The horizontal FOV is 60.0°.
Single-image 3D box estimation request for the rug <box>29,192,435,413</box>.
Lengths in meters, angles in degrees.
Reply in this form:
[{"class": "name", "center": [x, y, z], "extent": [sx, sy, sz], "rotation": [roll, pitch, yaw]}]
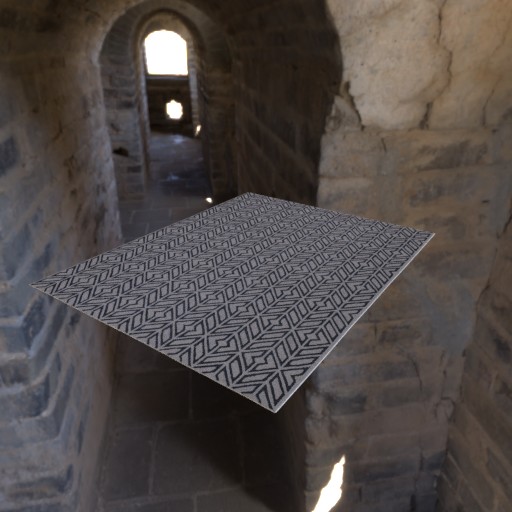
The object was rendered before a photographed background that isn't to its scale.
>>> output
[{"class": "rug", "center": [0.000, 0.000, 4.131], "extent": [2.421, 0.008, 3.045], "rotation": [17, 31, 31]}]
